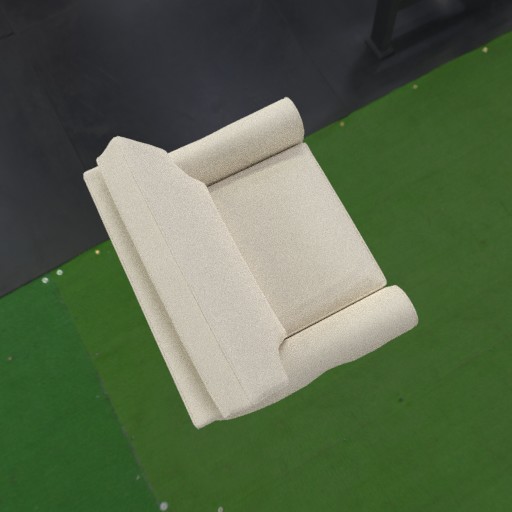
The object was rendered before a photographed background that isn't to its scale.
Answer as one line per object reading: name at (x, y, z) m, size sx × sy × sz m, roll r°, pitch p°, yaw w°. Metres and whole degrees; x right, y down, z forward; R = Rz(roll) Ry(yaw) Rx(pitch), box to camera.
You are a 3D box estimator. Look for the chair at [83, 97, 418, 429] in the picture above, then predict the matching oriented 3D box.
chair at (0.000, 0.000, 1.827) m, size 0.904 × 0.958 × 1.099 m, roll -26°, pitch 78°, yaw -6°
